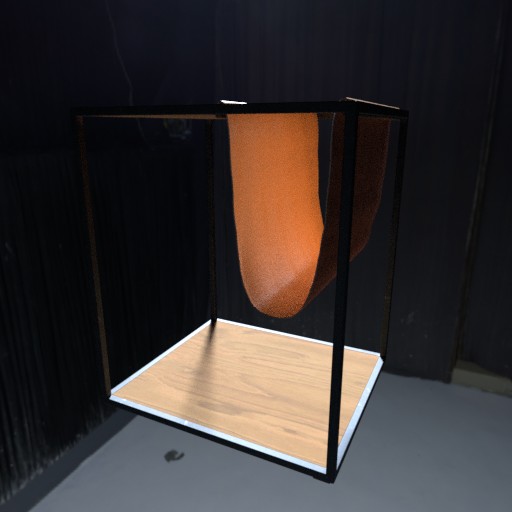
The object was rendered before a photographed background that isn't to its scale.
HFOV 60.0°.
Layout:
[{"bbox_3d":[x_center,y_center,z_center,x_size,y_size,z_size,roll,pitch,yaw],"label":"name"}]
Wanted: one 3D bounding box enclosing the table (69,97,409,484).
[{"bbox_3d":[0.000,0.000,0.838,0.450,0.536,0.399,8,18,25],"label":"table"}]
